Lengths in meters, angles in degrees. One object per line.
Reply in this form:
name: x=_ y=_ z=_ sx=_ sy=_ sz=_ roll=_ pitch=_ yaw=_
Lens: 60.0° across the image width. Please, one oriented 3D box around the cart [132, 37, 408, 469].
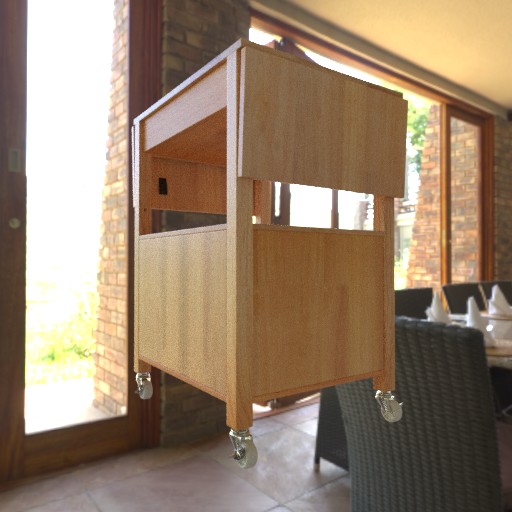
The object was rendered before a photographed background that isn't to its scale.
cart: x=0.000 y=0.000 z=1.245 sx=0.508 sy=0.838 sz=0.640 roll=1 pitch=-1 yaw=-35
